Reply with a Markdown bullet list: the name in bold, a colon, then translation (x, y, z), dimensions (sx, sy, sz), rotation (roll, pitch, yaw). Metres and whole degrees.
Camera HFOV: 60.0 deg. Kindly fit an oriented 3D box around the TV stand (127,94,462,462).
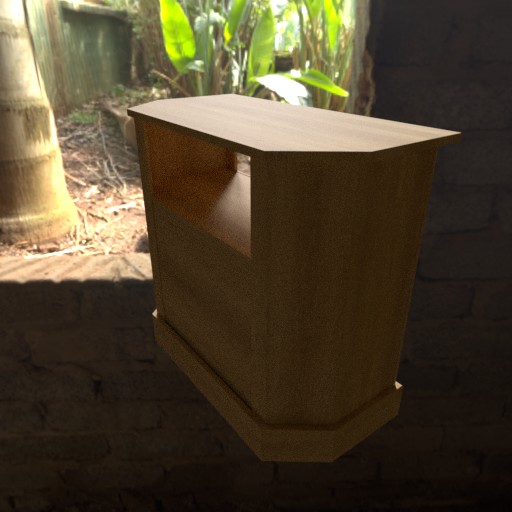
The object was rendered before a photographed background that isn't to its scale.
- **TV stand**: translation (0.000, 0.000, 1.280), dimensions (0.425, 0.781, 0.851), rotation (-18, 32, -32)
